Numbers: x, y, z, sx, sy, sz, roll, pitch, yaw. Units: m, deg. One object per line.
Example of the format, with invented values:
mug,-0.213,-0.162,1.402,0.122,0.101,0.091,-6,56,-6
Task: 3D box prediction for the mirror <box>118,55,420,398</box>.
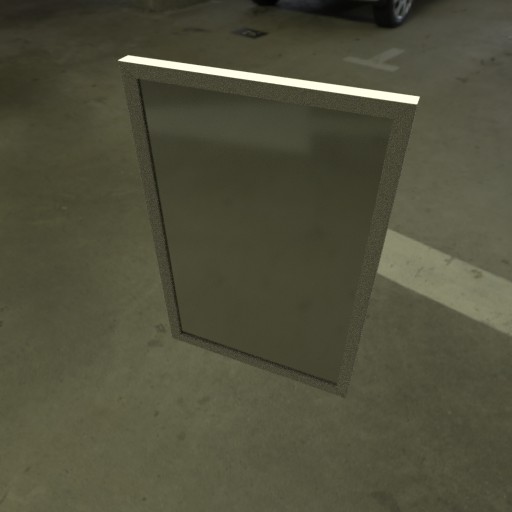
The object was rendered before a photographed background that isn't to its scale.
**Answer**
mirror,0.000,0.000,1.153,0.609,0.914,0.041,15,43,17
